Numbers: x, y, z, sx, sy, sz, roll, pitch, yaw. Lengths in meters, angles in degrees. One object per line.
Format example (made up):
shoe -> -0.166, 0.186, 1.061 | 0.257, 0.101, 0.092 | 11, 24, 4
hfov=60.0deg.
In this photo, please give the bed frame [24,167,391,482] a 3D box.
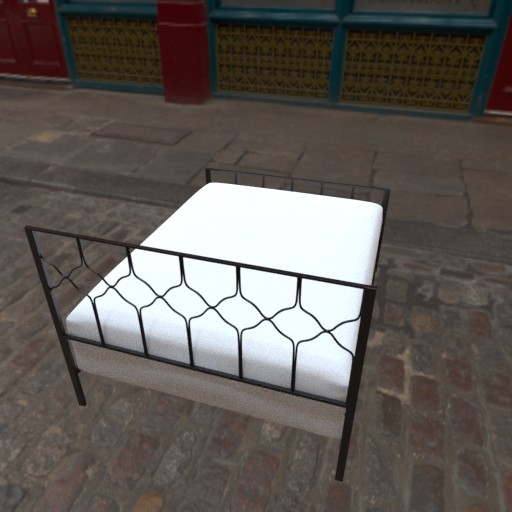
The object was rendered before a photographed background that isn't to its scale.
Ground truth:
bed frame -> 0.000, 0.000, 3.001 | 1.597, 1.222, 2.063 | 10, 33, 15
